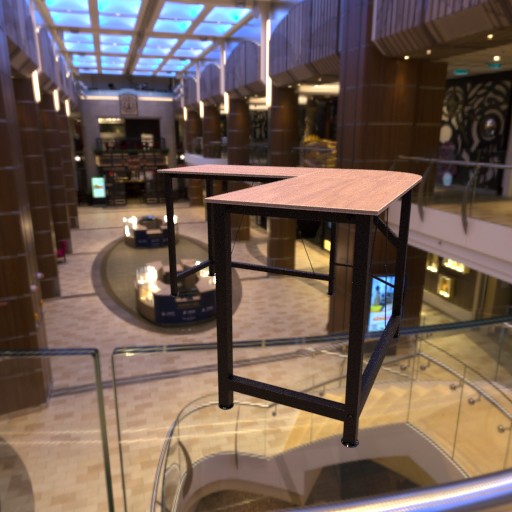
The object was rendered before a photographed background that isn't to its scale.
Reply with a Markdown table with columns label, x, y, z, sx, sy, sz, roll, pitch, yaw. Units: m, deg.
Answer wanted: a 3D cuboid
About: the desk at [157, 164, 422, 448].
| label | x | y | z | sx | sy | sz | roll | pitch | yaw |
| --- | --- | --- | --- | --- | --- | --- | --- | --- | --- |
| desk | 0.000 | 0.000 | 2.178 | 1.400 | 0.762 | 1.400 | 7 | 17 | 25 |
